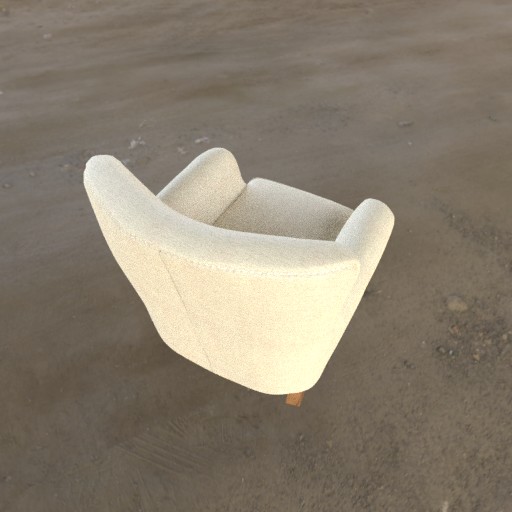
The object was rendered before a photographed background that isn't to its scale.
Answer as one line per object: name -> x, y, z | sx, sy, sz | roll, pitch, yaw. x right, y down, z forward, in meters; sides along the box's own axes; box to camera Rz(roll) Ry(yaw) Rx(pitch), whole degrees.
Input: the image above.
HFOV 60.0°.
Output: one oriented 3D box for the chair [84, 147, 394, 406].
chair -> 0.000, 0.000, 1.655 | 0.861, 0.936, 0.921 | 23, 50, 21
